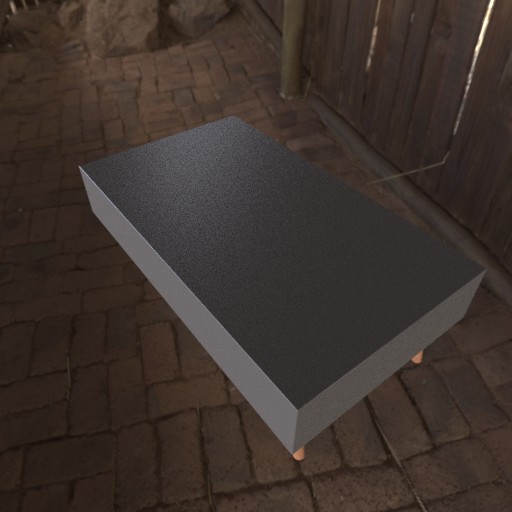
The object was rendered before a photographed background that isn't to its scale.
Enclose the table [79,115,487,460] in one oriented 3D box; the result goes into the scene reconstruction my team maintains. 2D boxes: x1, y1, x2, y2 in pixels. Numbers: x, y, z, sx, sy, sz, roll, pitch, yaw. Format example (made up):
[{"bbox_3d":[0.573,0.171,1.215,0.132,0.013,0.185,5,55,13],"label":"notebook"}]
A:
[{"bbox_3d":[0.000,0.000,1.550,0.703,0.404,1.201,-27,49,-27],"label":"table"}]
